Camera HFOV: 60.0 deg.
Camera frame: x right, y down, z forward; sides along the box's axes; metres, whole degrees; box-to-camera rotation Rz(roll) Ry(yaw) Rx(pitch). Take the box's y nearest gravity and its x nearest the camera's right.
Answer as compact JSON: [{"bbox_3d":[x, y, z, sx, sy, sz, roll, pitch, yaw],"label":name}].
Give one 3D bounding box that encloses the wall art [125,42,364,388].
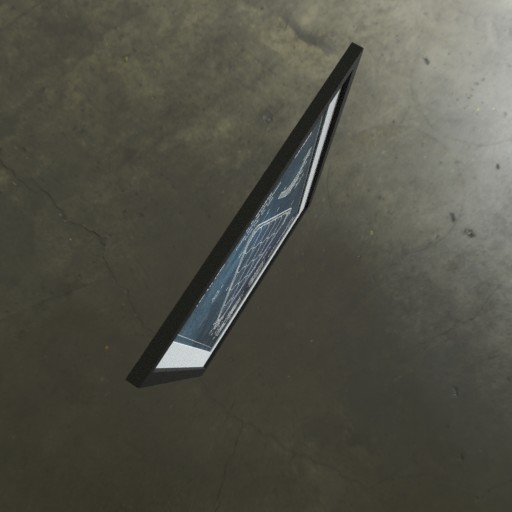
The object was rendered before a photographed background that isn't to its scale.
[{"bbox_3d":[0.000,0.000,1.212,0.028,0.863,0.755,31,78,7],"label":"wall art"}]
